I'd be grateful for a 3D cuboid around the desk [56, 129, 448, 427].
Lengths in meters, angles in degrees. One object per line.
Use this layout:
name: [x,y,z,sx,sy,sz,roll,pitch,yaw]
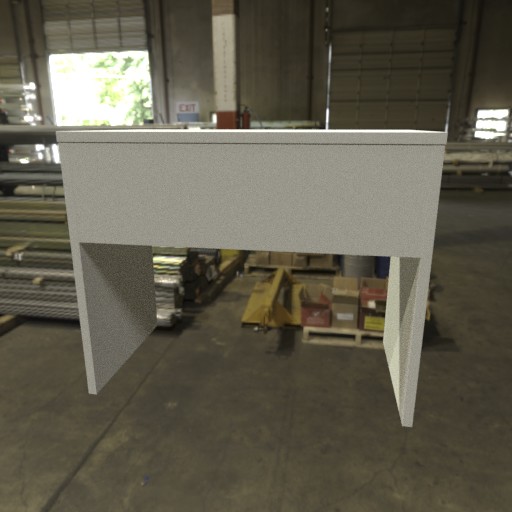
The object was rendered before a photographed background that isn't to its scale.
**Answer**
desk: [0.000,0.000,1.339,0.900,0.729,0.498,3,17,9]
